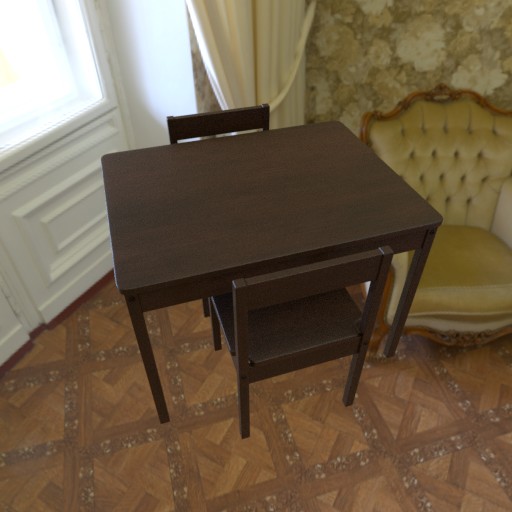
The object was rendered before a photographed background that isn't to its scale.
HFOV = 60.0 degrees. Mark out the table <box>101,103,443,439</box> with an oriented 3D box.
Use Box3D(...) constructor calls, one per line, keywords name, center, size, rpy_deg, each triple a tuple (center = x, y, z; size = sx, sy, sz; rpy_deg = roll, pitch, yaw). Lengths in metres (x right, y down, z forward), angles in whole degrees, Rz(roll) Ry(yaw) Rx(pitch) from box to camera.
Box3D(name="table", center=(0.000, 0.000, 1.135), size=(0.650, 0.503, 0.672), rpy_deg=(-12, 43, -13))
